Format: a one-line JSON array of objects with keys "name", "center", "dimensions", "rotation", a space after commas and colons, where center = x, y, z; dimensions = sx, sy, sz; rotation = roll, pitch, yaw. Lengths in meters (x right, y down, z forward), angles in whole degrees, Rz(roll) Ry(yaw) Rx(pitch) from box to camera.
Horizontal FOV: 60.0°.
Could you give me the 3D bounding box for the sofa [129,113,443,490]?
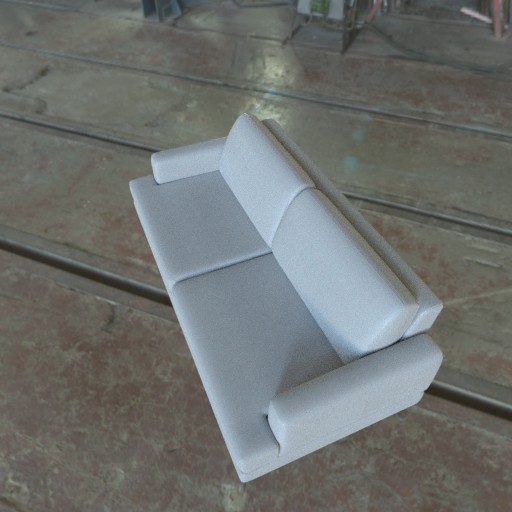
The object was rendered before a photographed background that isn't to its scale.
[{"name": "sofa", "center": [0.000, 0.000, 2.381], "dimensions": [0.974, 0.765, 1.940], "rotation": [-17, 48, -16]}]
